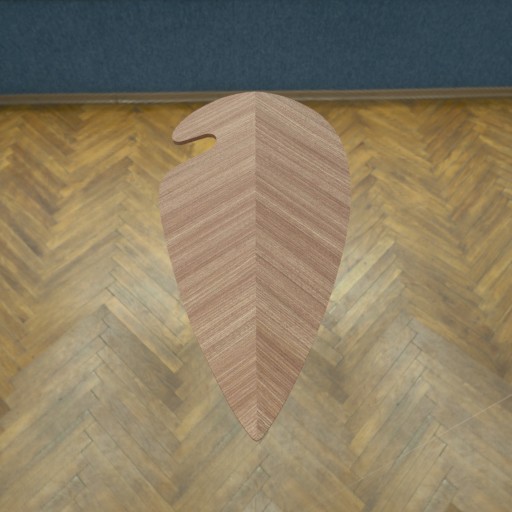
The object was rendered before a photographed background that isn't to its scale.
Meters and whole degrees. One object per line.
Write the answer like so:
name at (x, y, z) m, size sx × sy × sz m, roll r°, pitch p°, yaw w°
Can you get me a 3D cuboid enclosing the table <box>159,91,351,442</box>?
table at (0.000, 0.000, 1.455) m, size 0.598 × 0.360 × 1.199 m, roll 0°, pitch 58°, yaw 0°
